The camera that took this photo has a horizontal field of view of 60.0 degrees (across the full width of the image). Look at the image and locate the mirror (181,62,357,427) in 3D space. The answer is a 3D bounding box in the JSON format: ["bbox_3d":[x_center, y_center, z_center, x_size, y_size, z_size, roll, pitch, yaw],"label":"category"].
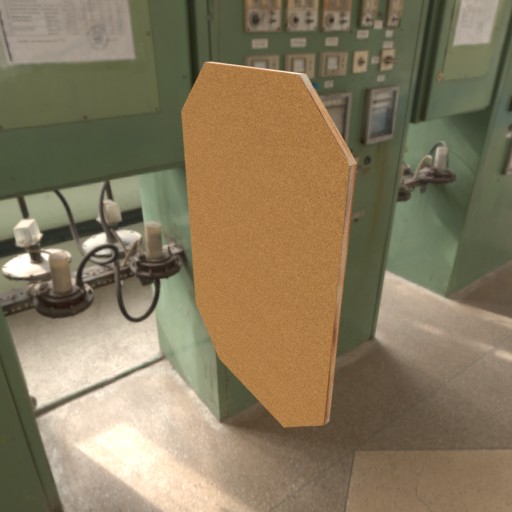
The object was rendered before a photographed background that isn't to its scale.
[{"bbox_3d":[0.000,0.000,1.288,0.061,1.015,0.709,-18,33,-31],"label":"mirror"}]
